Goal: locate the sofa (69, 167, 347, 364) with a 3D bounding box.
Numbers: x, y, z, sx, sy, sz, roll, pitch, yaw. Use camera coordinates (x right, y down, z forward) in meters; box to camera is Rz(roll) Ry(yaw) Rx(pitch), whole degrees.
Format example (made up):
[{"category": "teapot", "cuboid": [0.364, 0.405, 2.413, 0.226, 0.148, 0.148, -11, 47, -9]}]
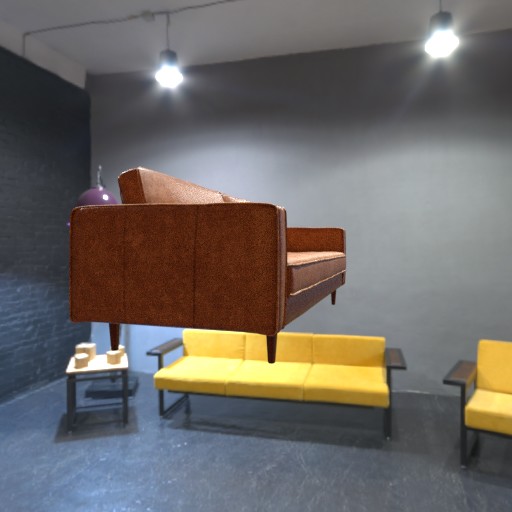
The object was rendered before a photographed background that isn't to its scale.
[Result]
[{"category": "sofa", "cuboid": [0.000, 0.000, 2.645, 0.886, 0.779, 2.199, 0, 1, 17]}]
